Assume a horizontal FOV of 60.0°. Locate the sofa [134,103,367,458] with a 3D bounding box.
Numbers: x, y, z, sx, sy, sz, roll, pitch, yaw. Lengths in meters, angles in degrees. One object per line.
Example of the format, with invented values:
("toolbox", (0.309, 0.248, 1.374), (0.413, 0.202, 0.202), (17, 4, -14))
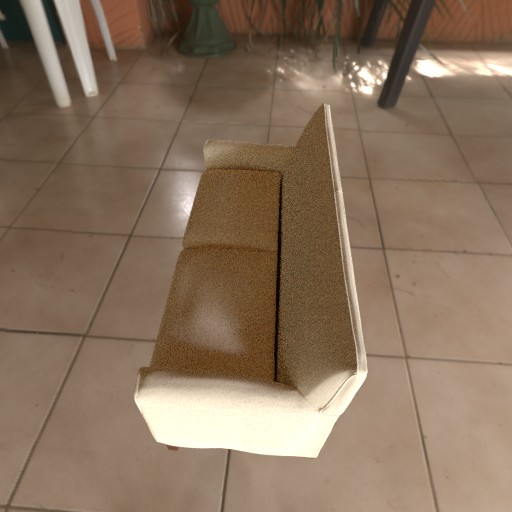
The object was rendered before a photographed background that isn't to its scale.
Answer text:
("sofa", (0.000, 0.000, 2.451), (0.841, 0.907, 2.001), (2, 43, 2))
